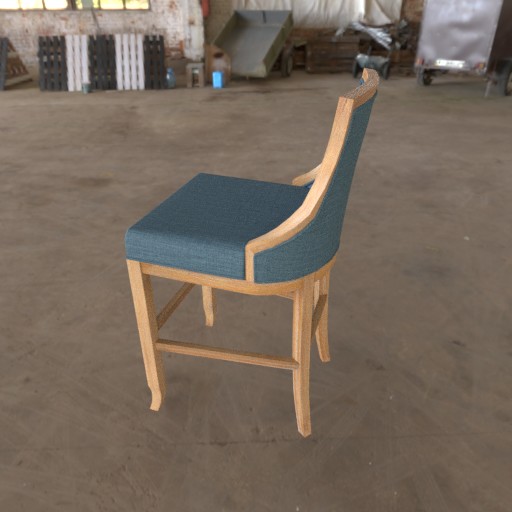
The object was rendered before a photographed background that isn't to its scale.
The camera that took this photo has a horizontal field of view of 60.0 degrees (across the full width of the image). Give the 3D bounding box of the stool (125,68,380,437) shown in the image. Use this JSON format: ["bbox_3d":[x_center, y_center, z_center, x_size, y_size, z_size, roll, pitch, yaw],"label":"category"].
[{"bbox_3d":[0.000,0.000,1.437,0.626,1.101,0.524,10,32,16],"label":"stool"}]
